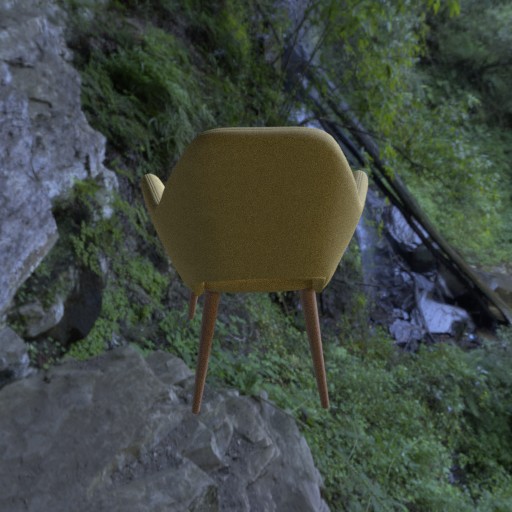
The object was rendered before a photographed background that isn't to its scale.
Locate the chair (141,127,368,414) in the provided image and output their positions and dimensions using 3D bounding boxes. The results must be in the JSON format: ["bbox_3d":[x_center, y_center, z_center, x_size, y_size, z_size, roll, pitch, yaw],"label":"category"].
[{"bbox_3d":[0.000,0.000,1.226,0.590,0.840,0.610,-1,30,-2],"label":"chair"}]
